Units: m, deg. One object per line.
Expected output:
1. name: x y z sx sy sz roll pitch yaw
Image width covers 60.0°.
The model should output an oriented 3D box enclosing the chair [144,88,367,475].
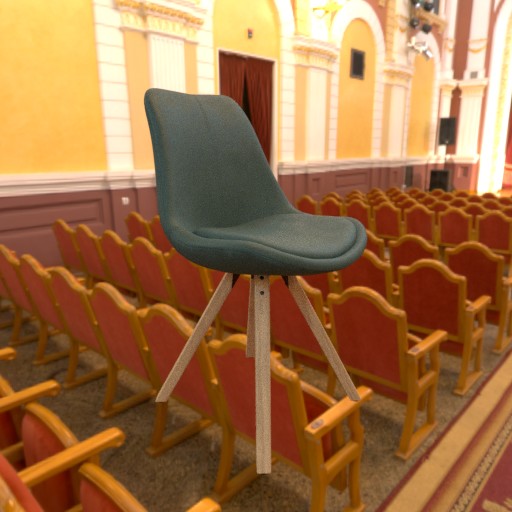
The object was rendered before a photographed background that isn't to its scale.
1. chair: 0.000 0.000 1.185 0.547 0.865 0.483 13 19 41
